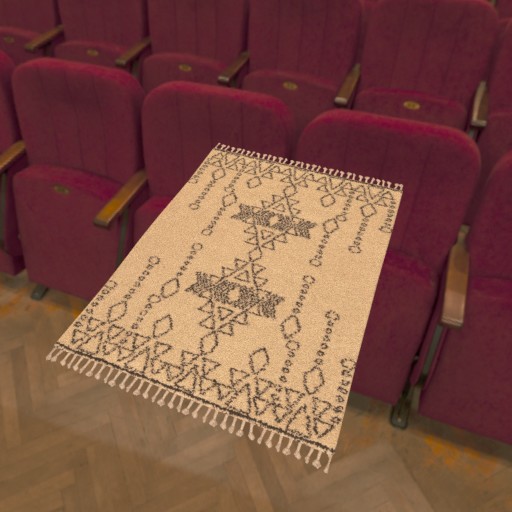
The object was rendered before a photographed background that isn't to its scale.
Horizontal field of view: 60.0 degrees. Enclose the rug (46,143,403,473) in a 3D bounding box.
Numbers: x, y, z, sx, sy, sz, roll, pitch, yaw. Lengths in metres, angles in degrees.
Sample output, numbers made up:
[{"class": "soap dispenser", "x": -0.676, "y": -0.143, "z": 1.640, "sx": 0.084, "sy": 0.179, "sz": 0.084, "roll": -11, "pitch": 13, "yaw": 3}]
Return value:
[{"class": "rug", "x": 0.000, "y": 0.000, "z": 3.891, "sx": 2.125, "sy": 0.028, "sz": 3.027, "roll": 16, "pitch": 49, "yaw": 14}]
